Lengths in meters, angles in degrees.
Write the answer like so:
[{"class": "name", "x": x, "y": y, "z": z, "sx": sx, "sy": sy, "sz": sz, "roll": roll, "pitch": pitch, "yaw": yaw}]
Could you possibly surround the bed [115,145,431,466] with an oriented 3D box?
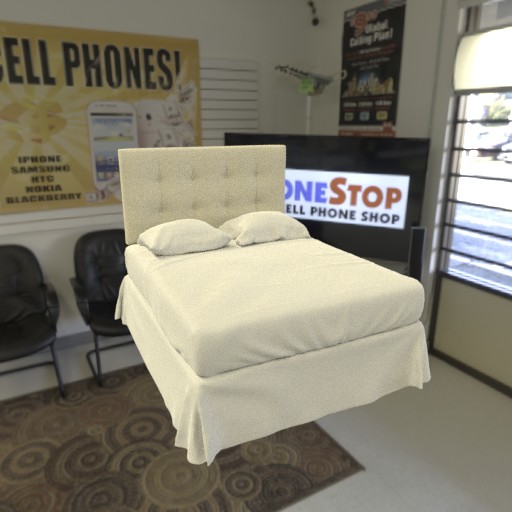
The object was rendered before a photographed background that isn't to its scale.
[{"class": "bed", "x": 0.000, "y": 0.000, "z": 3.474, "sx": 1.936, "sy": 1.577, "sz": 2.222, "roll": -8, "pitch": 19, "yaw": -25}]
